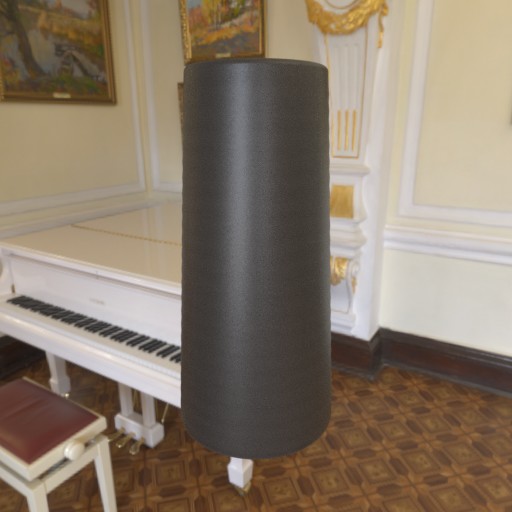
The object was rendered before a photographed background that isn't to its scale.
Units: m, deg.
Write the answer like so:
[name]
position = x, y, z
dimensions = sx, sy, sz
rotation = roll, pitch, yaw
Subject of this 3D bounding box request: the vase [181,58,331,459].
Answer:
[vase]
position = 0.000, 0.000, 0.367
dimensions = 0.136, 0.289, 0.136
rotation = 15, 22, 42
